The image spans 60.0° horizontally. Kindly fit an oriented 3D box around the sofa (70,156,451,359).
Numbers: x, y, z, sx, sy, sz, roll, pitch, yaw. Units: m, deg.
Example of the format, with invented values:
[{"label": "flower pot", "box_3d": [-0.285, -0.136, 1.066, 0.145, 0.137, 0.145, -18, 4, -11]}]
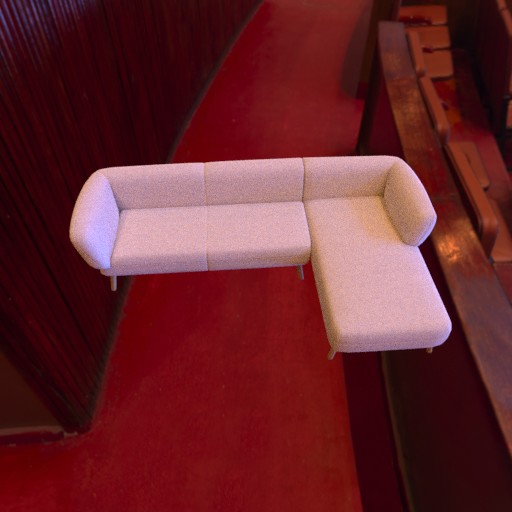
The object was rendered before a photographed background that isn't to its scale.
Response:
[{"label": "sofa", "box_3d": [0.000, 0.000, 3.383, 2.660, 0.730, 1.610, -3, 47, -3]}]
